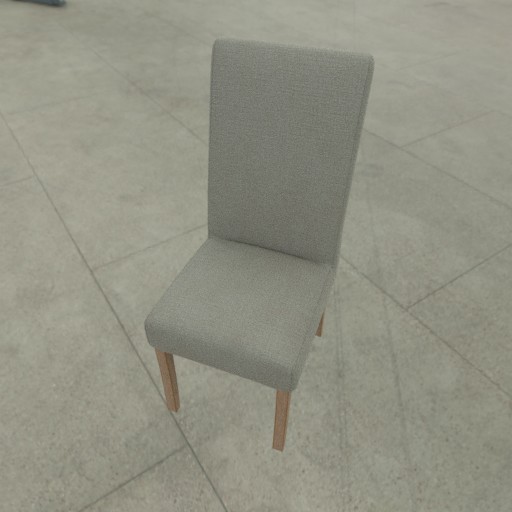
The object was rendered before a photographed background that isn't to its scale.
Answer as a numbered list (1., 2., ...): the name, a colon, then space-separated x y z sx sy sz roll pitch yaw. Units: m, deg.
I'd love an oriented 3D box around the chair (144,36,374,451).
1. chair: 0.000 0.000 1.317 0.450 1.033 0.611 14 44 15
